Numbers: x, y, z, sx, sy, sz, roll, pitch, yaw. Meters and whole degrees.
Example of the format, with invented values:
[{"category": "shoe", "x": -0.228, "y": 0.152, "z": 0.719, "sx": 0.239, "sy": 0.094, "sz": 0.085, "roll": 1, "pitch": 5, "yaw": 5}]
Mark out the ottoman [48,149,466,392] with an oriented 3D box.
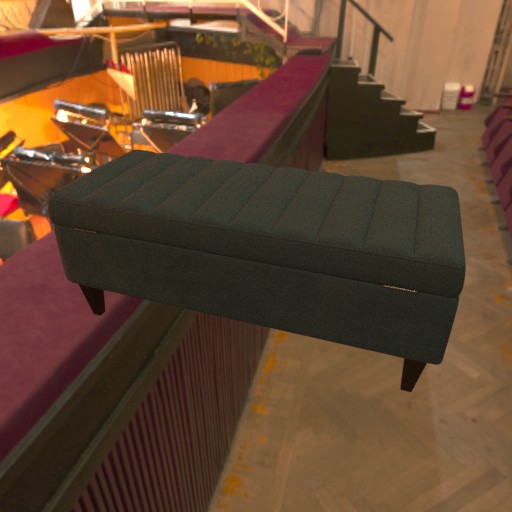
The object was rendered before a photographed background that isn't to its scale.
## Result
[{"category": "ottoman", "x": 0.000, "y": 0.000, "z": 1.420, "sx": 1.151, "sy": 0.469, "sz": 0.482, "roll": 10, "pitch": 33, "yaw": 16}]
